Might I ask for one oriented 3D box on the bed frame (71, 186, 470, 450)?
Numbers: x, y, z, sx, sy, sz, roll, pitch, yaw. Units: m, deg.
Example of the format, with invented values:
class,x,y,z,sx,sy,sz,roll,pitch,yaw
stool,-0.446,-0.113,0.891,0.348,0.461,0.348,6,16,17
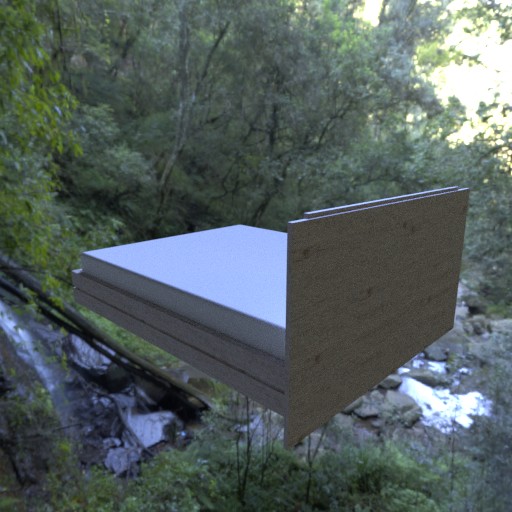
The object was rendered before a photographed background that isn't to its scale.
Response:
class,x,y,z,sx,sy,sz,roll,pitch,yaw
bed frame,0.000,0.000,3.022,2.080,0.970,1.750,14,20,43
